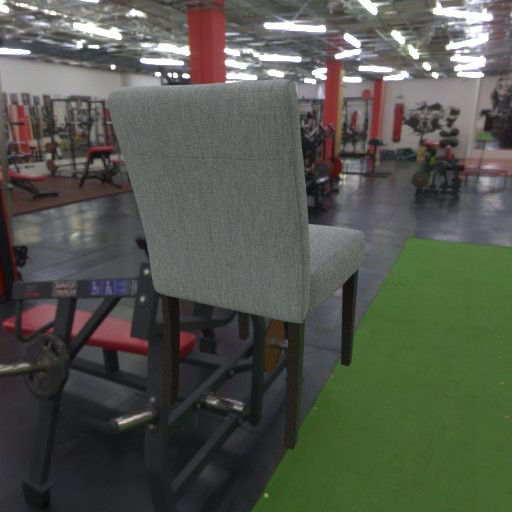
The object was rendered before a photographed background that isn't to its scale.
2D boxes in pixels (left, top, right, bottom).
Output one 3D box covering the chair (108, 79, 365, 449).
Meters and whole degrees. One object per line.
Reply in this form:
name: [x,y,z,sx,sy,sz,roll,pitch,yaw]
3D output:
chair: [0.000,0.000,1.262,0.487,0.884,0.629,9,19,26]
